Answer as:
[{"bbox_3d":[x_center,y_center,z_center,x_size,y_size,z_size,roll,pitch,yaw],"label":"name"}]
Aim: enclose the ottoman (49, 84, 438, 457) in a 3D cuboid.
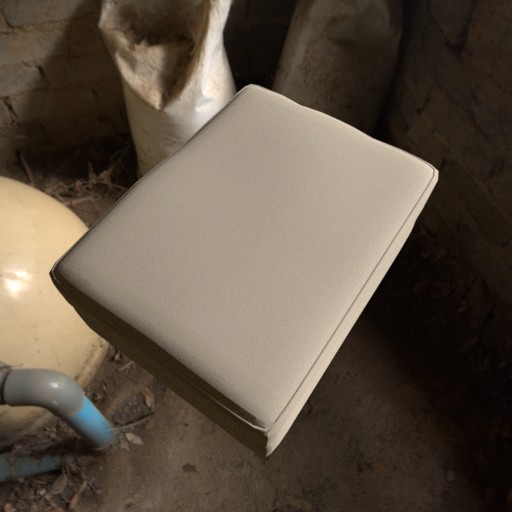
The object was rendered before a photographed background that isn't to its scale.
[{"bbox_3d":[0.000,0.000,1.224,0.634,0.485,0.818,31,64,17],"label":"ottoman"}]
